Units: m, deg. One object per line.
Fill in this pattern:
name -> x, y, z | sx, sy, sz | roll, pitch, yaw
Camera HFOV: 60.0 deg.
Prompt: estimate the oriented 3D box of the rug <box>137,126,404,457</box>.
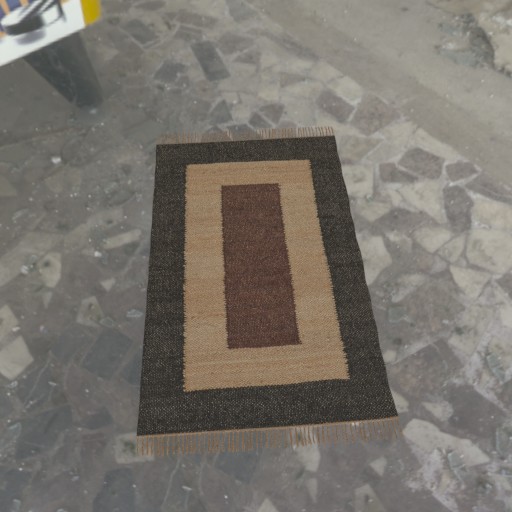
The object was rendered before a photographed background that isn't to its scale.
rug -> 0.000, 0.000, 1.899 | 0.920, 0.013, 1.541 | -3, 59, -2
